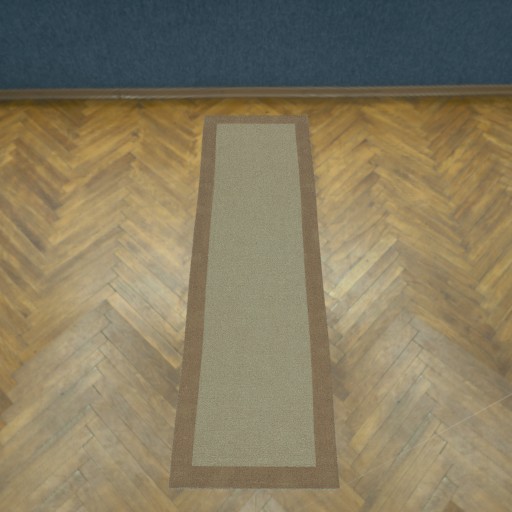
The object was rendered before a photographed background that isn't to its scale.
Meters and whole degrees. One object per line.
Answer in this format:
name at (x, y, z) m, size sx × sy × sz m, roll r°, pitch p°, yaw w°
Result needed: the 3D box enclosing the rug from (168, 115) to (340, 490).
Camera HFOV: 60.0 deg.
rug at (0.000, 0.000, 2.601) m, size 0.767 × 0.012 × 2.430 m, roll 0°, pitch 58°, yaw 0°
